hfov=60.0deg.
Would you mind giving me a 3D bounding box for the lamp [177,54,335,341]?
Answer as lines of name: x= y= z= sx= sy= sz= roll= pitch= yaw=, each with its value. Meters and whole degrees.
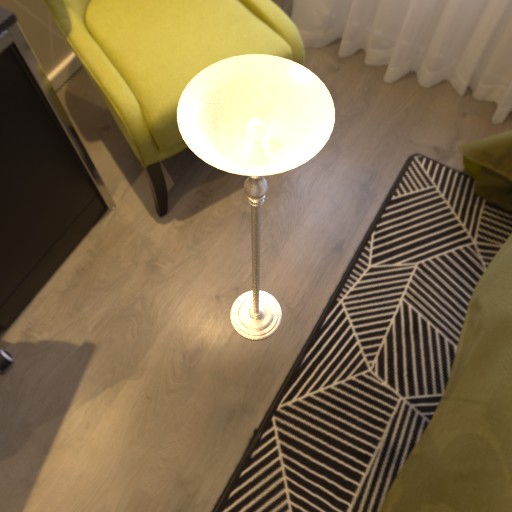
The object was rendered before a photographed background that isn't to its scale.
lamp: x=0.000 y=0.000 z=1.942 sx=0.405 sy=1.771 sz=0.405 roll=0 pitch=65 yaw=0
